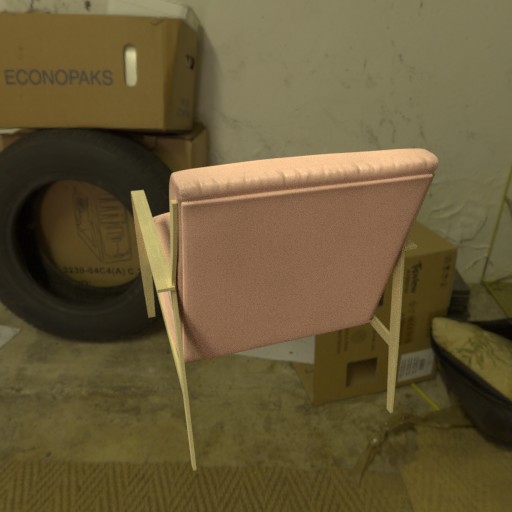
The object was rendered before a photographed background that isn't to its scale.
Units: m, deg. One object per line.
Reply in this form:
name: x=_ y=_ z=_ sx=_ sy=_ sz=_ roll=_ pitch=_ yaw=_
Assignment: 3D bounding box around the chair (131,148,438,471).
chair: x=0.000 y=0.000 z=1.441 sx=0.701 sy=0.823 sz=0.848 roll=-9 pitch=28 yaw=-17
